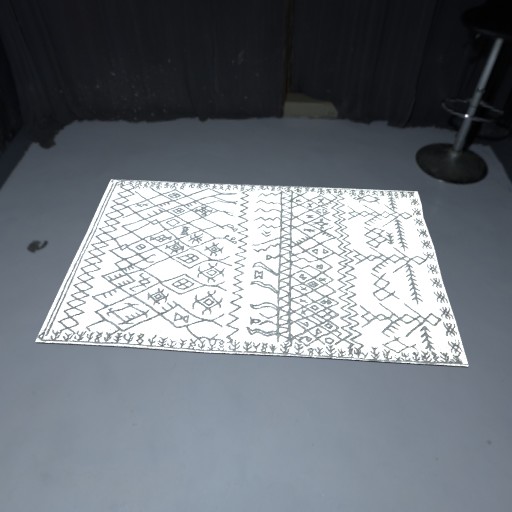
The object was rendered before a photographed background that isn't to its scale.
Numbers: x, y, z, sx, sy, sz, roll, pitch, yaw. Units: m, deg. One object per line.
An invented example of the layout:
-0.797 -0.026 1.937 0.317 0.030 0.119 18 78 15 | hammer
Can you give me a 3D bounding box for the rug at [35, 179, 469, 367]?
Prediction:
0.000 0.000 3.009 2.444 0.012 1.530 3 47 2 | rug
